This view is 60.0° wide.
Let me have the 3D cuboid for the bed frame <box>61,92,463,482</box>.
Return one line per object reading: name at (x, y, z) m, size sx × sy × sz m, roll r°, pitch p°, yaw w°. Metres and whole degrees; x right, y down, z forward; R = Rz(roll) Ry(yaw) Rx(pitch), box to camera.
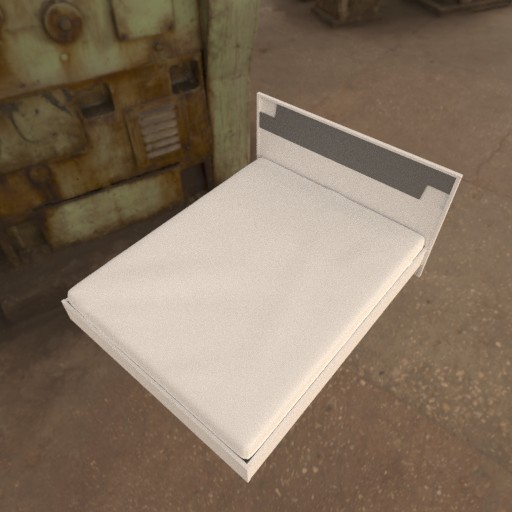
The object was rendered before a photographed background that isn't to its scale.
bed frame at (0.000, 0.000, 3.049) m, size 1.711 × 1.001 × 2.100 m, roll 32°, pitch 55°, yaw 26°
